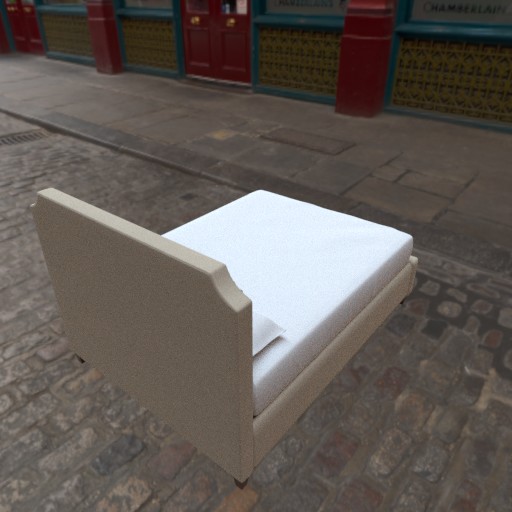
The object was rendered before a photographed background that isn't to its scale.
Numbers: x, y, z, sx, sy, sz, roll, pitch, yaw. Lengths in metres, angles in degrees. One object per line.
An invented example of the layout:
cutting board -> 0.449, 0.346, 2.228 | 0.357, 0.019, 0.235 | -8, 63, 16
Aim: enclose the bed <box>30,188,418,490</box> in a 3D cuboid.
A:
bed -> 0.000, 0.000, 3.328 | 1.703, 1.415, 2.329 | 22, 37, 33
